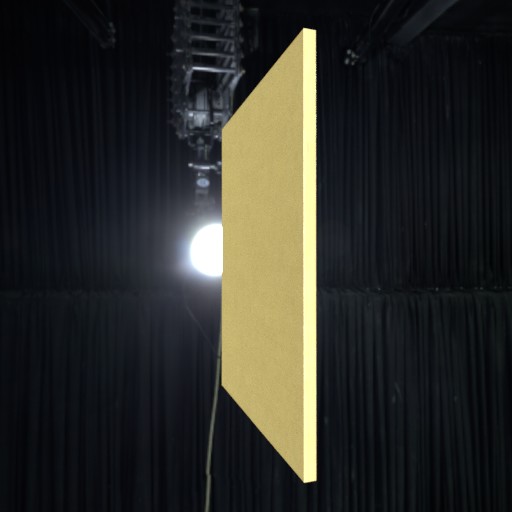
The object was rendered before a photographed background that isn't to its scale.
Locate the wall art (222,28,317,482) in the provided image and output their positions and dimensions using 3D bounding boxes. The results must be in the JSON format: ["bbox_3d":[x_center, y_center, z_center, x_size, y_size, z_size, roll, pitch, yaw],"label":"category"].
[{"bbox_3d":[0.000,0.000,1.362,0.030,1.002,0.798,0,-1,-17],"label":"wall art"}]
